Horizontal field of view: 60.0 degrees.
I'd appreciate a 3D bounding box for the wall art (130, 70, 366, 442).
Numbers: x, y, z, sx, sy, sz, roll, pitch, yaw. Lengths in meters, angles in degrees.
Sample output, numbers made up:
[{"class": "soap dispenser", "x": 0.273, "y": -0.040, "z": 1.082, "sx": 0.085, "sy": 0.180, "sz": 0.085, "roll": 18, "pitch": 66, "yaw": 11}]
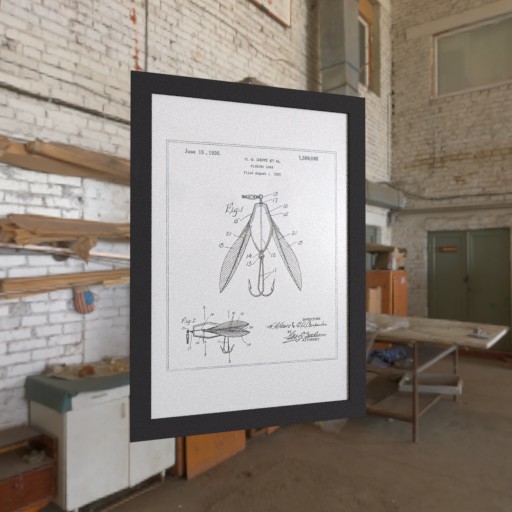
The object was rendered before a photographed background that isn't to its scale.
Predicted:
[{"class": "wall art", "x": 0.000, "y": 0.000, "z": 0.695, "sx": 0.380, "sy": 0.534, "sz": 0.013, "roll": 0, "pitch": -1, "yaw": -17}]
